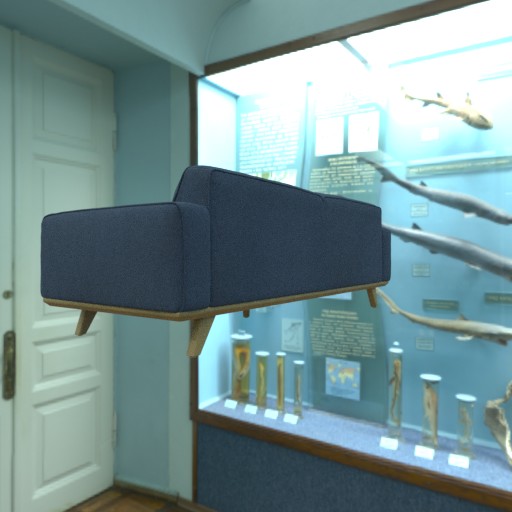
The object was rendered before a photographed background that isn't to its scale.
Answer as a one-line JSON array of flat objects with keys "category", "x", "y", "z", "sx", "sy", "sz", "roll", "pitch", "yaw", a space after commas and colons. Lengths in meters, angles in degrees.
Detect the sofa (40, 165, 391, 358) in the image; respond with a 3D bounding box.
[{"category": "sofa", "x": 0.000, "y": 0.000, "z": 2.754, "sx": 0.953, "sy": 0.782, "sz": 2.270, "roll": 0, "pitch": 1, "yaw": 36}]
